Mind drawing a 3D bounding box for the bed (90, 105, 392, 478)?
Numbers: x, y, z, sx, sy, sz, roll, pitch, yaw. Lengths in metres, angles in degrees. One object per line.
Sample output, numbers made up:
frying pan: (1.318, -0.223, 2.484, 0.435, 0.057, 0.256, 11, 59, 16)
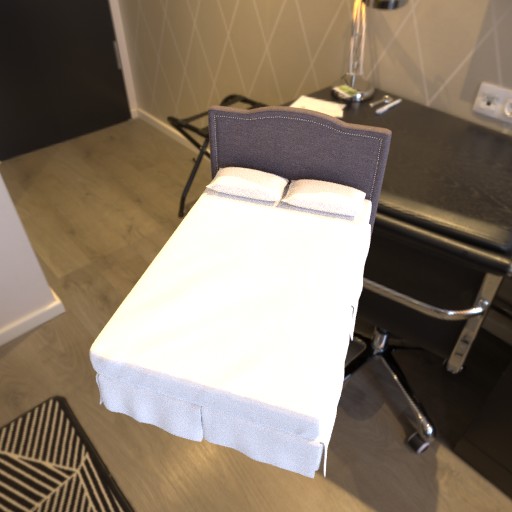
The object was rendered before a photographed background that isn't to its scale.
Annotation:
bed: (0.000, 0.000, 3.528, 1.741, 1.441, 2.507, 12, 43, 13)
